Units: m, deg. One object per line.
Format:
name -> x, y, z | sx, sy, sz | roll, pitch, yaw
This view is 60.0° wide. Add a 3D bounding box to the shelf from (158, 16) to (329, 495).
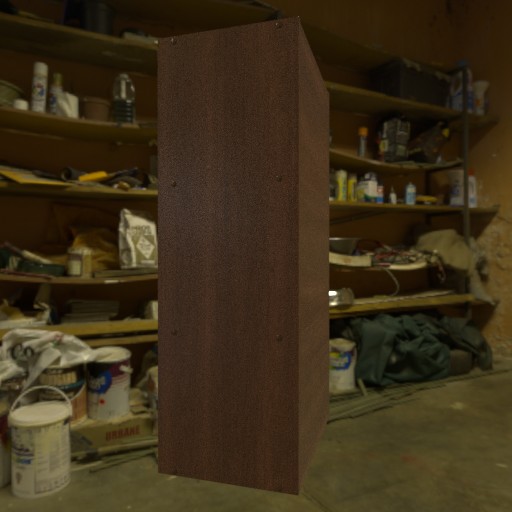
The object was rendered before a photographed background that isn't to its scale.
shelf -> 0.000, 0.000, 1.052 | 0.290, 0.879, 0.414 | 0, 0, 17
